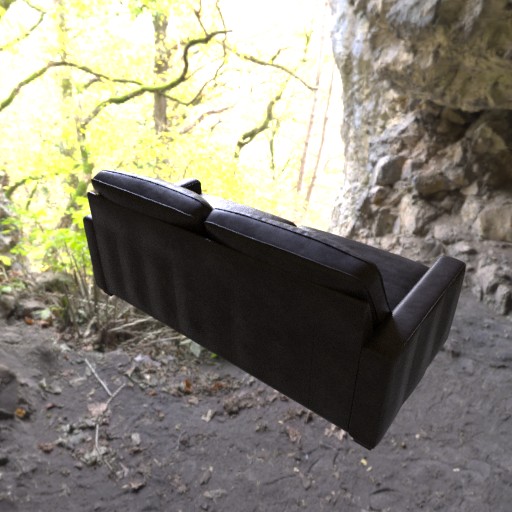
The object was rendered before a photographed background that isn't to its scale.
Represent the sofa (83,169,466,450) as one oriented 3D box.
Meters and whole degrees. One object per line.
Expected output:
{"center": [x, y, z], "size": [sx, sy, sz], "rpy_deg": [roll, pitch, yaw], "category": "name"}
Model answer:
{"center": [0.000, 0.000, 2.582], "size": [2.081, 0.916, 0.939], "rpy_deg": [22, 36, 33], "category": "sofa"}
